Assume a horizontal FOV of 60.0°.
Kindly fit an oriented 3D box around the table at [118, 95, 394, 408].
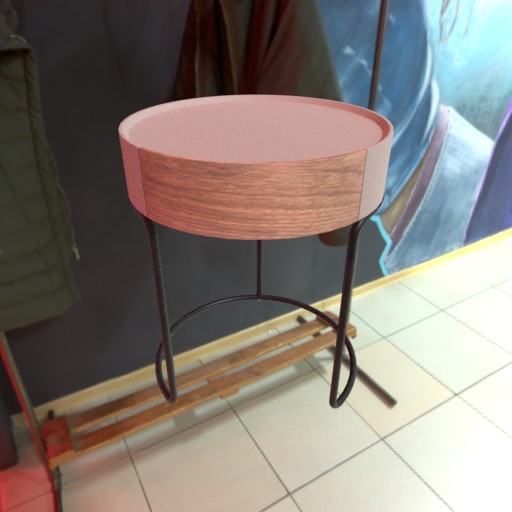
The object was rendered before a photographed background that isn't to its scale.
[{"bbox_3d":[0.000,0.000,0.880,0.450,0.530,0.450,0,30,0],"label":"table"}]
